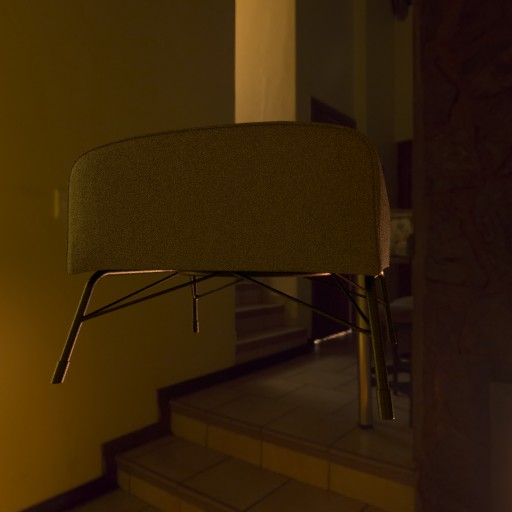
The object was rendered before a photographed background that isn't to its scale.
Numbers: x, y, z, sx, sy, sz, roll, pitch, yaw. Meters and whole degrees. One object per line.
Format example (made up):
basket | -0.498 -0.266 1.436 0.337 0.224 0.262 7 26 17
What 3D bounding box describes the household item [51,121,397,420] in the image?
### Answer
household item | 0.000 0.000 0.882 0.530 0.410 0.530 0 0 18
